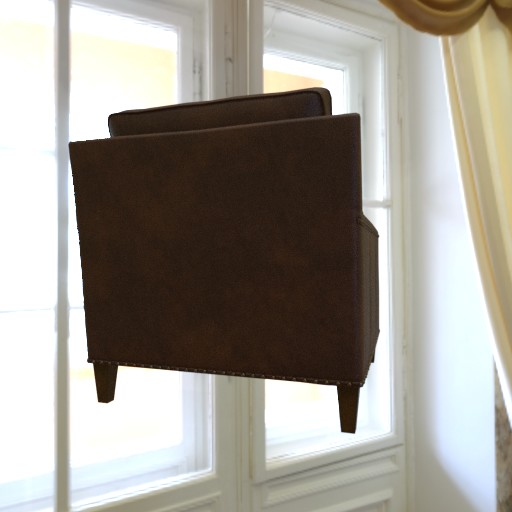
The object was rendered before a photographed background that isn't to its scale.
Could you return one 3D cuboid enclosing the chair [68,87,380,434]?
[{"bbox_3d":[0.000,0.000,1.650,0.853,0.929,1.014,0,0,18],"label":"chair"}]
